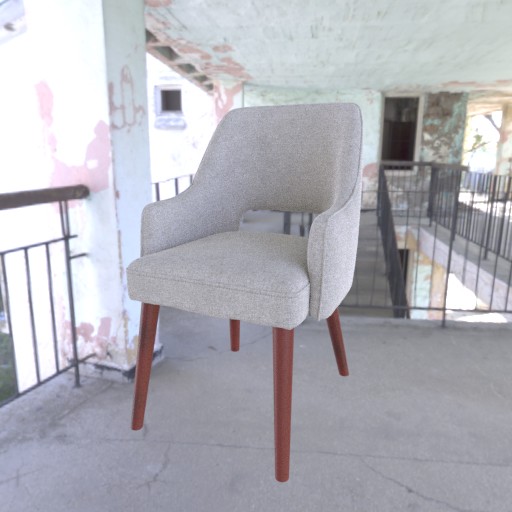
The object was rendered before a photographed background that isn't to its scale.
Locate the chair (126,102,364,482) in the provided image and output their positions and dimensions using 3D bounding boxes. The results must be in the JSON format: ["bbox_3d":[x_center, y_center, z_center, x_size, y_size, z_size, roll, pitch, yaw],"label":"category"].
[{"bbox_3d":[0.000,0.000,1.229,0.548,0.849,0.605,7,15,26],"label":"chair"}]
